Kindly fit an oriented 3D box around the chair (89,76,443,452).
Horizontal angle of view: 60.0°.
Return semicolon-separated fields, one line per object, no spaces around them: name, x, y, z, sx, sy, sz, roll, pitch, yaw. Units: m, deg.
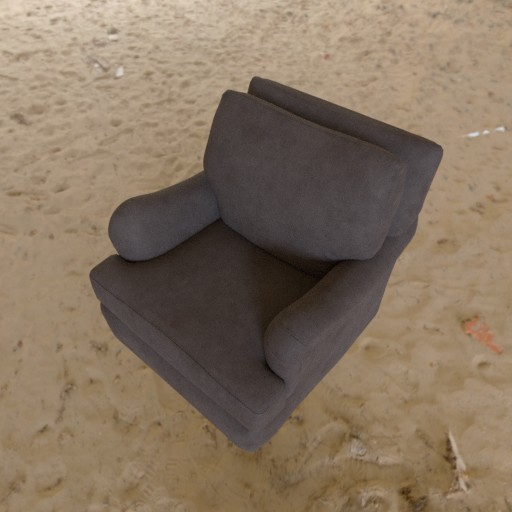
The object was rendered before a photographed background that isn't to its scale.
chair;0.000;0.000;1.811;0.955;0.997;1.070;32;54;27
